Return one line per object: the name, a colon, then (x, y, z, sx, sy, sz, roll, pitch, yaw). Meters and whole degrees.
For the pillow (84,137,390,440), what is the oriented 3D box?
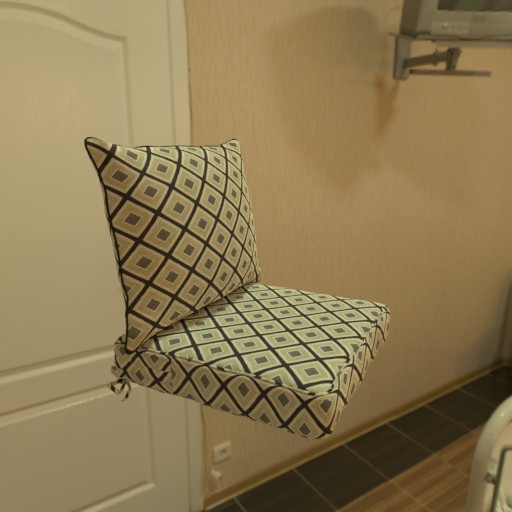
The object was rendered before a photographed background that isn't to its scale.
pillow: (0.000, 0.000, 1.386, 0.733, 0.722, 0.798, 7, 16, 27)
